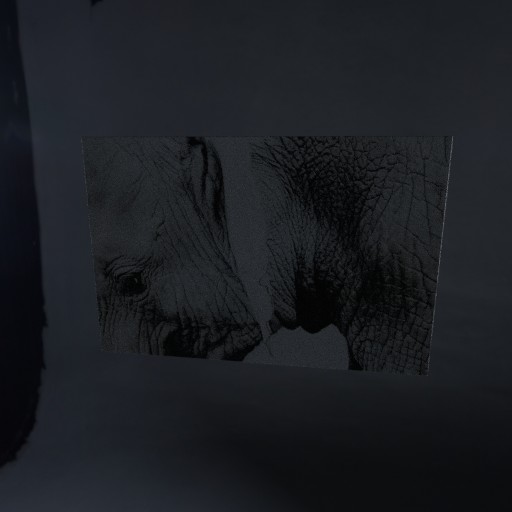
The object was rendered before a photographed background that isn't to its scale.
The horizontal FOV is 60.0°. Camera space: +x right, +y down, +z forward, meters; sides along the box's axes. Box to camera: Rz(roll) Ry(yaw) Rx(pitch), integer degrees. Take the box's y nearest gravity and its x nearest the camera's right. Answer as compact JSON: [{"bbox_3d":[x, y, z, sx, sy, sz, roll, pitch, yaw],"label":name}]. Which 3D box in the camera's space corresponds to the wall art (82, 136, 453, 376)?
[{"bbox_3d":[0.000,0.000,1.166,0.914,0.607,0.023,2,15,9],"label":"wall art"}]
